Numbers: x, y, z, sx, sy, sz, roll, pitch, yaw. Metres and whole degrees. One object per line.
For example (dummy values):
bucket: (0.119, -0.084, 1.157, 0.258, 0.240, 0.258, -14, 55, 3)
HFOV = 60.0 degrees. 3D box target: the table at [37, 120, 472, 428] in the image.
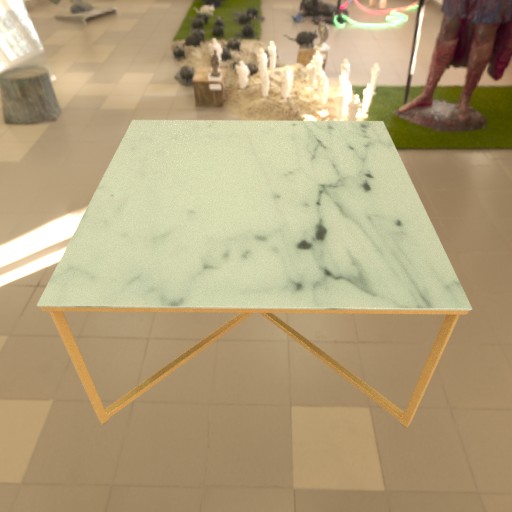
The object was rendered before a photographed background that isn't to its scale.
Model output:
table: (0.000, 0.000, 1.261, 0.800, 0.450, 0.800, 0, 41, 0)
